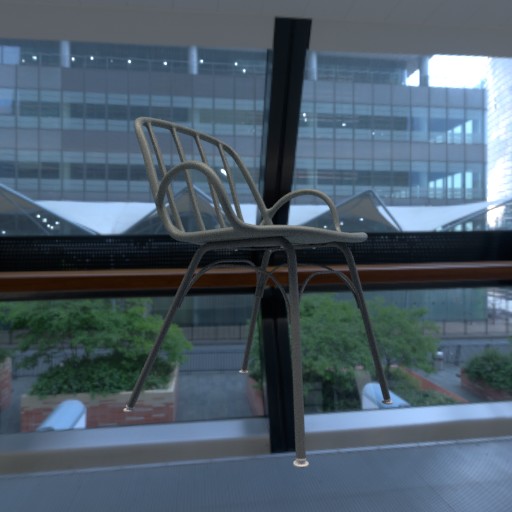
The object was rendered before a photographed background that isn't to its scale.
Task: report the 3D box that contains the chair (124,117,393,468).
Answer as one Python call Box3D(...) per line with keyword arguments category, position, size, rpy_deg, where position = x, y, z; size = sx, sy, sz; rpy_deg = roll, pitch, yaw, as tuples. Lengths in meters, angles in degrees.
Box3D(category="chair", position=(0.000, 0.000, 1.219), size=(0.597, 0.816, 0.549), rpy_deg=(0, 0, 37))
